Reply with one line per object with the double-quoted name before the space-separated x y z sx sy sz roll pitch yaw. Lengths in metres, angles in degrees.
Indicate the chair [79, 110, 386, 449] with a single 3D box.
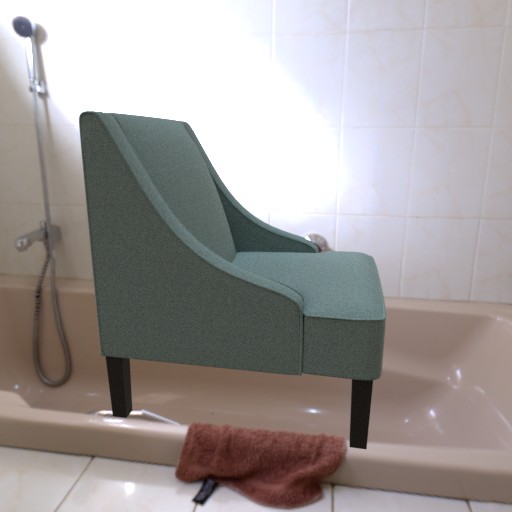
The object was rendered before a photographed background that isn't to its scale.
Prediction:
"chair" 0.000 0.000 1.871 1.025 1.133 0.857 3 15 11
